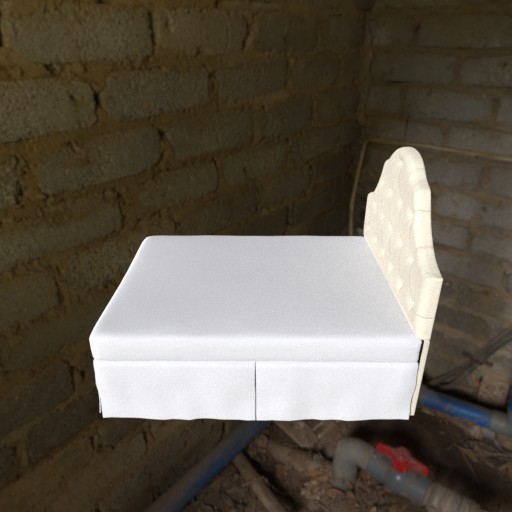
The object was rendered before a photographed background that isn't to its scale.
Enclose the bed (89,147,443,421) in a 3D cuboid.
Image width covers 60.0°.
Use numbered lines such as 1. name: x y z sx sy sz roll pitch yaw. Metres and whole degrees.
1. bed: 0.000 0.000 3.248 2.092 1.575 1.627 0 26 0
